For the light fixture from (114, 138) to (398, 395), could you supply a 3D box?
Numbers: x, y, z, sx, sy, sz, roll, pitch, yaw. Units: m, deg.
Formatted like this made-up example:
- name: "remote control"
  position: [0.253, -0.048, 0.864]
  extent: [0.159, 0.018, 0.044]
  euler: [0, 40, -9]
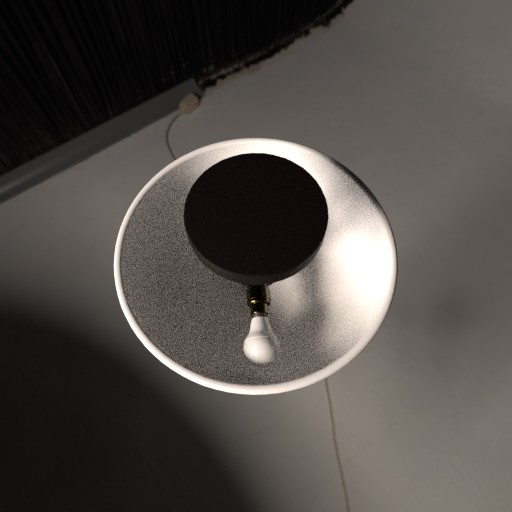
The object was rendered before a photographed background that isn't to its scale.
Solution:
- name: "light fixture"
  position: [0.000, 0.000, 0.540]
  extent: [0.331, 0.212, 0.331]
  euler: [0, 64, 0]
